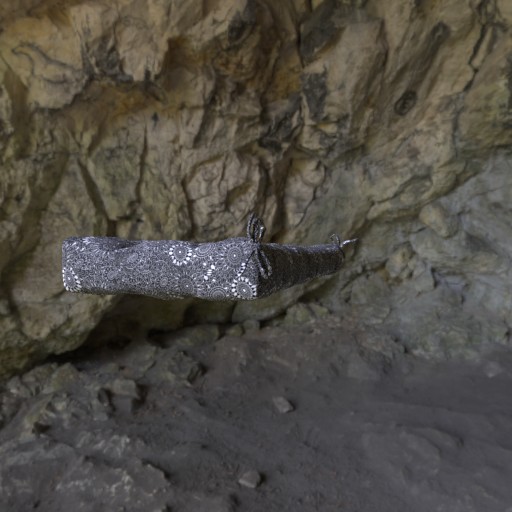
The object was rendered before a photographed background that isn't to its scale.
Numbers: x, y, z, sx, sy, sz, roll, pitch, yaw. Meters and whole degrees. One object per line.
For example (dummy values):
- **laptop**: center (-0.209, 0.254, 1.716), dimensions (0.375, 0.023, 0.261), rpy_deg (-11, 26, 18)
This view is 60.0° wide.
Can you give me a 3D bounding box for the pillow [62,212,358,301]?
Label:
- **pillow**: center (0.000, 0.000, 1.361), dimensions (0.511, 0.174, 1.194), rpy_deg (0, 1, 18)
